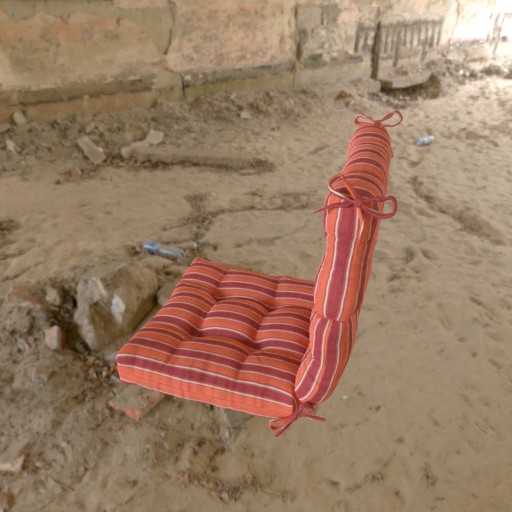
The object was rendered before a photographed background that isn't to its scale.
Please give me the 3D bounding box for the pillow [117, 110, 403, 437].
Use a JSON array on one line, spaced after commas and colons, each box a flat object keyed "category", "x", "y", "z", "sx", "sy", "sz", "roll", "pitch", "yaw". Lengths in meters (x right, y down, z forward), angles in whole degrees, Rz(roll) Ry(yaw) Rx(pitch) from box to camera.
[{"category": "pillow", "x": 0.000, "y": 0.000, "z": 1.044, "sx": 0.571, "sy": 0.605, "sz": 0.519, "roll": 9, "pitch": 33, "yaw": 14}]
